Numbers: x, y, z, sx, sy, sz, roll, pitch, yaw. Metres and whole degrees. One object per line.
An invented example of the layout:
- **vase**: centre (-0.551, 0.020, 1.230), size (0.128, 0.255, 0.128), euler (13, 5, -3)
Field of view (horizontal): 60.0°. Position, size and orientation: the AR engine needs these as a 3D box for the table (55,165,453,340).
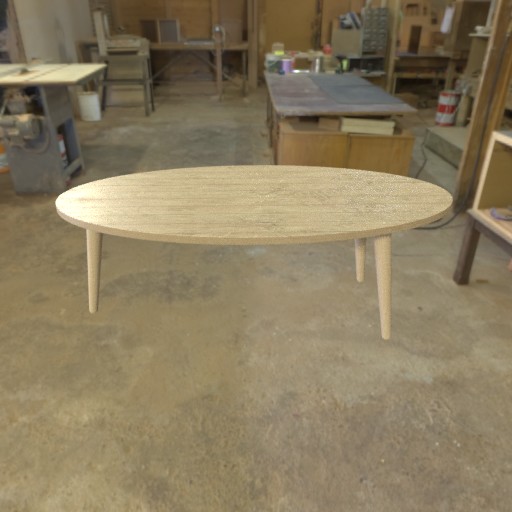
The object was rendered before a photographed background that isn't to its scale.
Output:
- **table**: centre (0.000, 0.000, 1.323), size (1.083, 0.390, 0.542), euler (-1, 29, -2)
